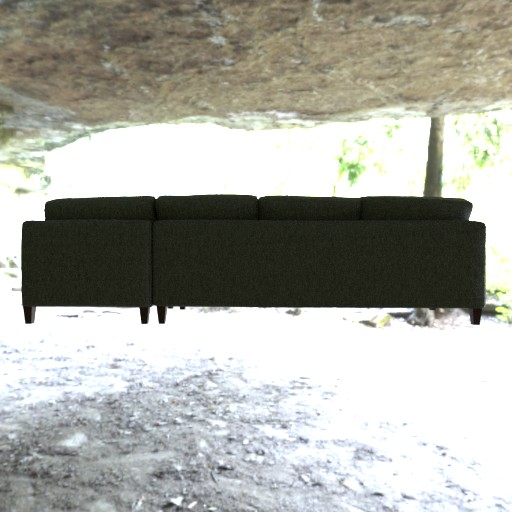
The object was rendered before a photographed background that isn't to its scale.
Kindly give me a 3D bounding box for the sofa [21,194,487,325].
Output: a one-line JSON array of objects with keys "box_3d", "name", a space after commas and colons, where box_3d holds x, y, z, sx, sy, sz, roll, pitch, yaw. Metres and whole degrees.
[{"box_3d": [0.000, 0.000, 4.348, 3.302, 0.947, 2.593, 0, 0, 1], "name": "sofa"}]
